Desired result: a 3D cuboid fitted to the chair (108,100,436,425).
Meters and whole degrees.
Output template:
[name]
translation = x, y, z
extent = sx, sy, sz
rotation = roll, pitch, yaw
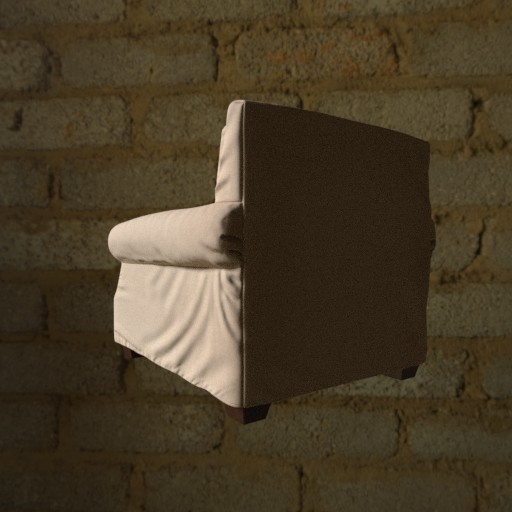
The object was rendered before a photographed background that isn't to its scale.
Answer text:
[chair]
translation = 0.000, 0.000, 1.752
extent = 0.940, 0.866, 1.066
rotation = -1, 2, -35
